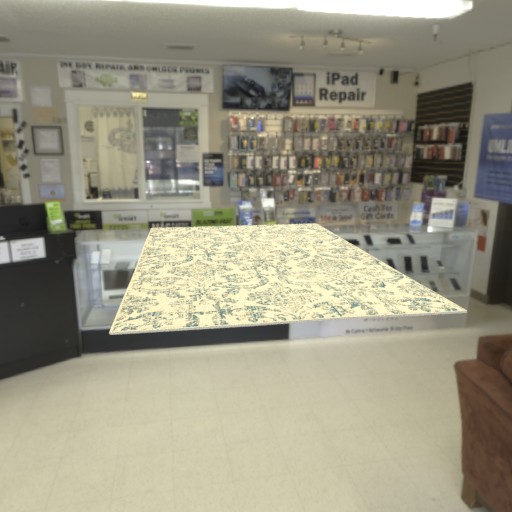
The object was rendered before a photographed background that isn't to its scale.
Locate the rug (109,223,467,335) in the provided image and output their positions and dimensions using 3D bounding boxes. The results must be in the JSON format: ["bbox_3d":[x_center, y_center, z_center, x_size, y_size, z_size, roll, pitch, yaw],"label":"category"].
[{"bbox_3d":[0.000,0.000,3.506,1.819,0.018,2.746,-2,14,-9],"label":"rug"}]
